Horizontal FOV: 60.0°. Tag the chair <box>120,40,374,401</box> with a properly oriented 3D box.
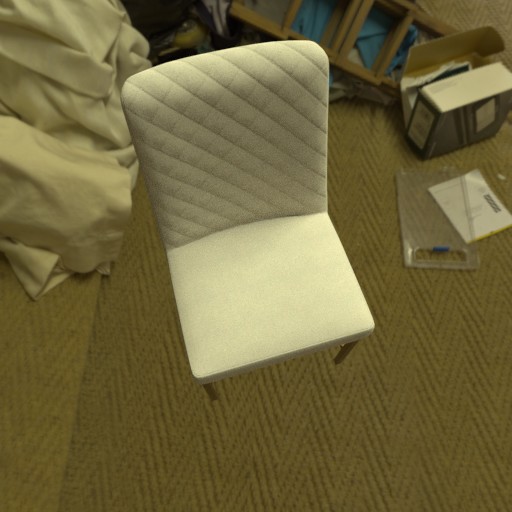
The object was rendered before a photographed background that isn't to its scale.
[{"bbox_3d":[0.000,0.000,1.265,0.503,0.933,0.597,-14,65,-7],"label":"chair"}]
